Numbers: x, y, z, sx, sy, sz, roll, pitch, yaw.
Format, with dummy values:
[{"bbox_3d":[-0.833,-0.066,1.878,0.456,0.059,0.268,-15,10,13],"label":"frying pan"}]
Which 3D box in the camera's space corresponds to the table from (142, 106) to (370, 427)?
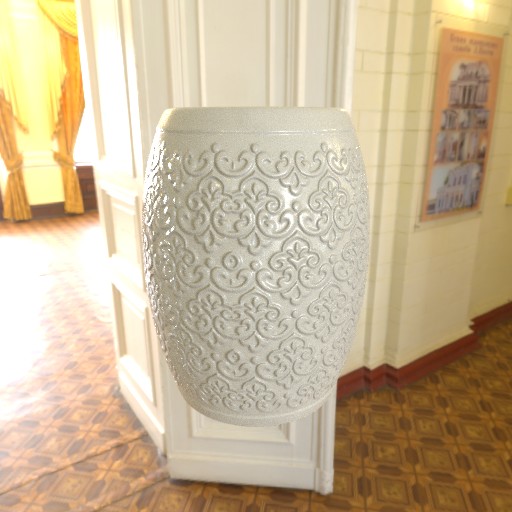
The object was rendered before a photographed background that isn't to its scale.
[{"bbox_3d":[0.000,0.000,0.627,0.309,0.397,0.309,0,17,0],"label":"table"}]
